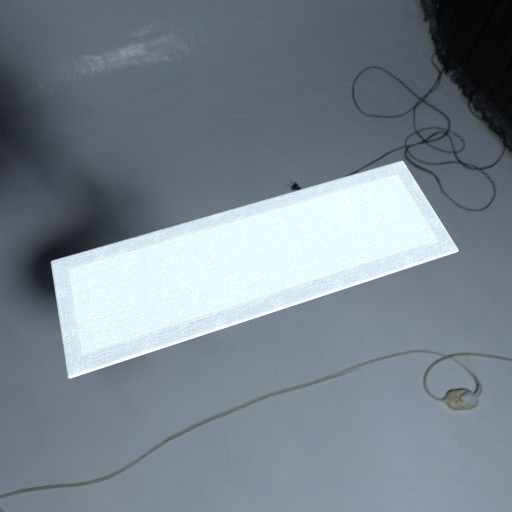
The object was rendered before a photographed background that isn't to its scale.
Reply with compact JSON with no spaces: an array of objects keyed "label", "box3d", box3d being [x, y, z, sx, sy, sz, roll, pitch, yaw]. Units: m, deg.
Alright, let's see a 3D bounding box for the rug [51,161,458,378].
[{"label":"rug","box3d":[0.000,0.000,2.760,2.430,0.012,0.759,-17,64,-9]}]
